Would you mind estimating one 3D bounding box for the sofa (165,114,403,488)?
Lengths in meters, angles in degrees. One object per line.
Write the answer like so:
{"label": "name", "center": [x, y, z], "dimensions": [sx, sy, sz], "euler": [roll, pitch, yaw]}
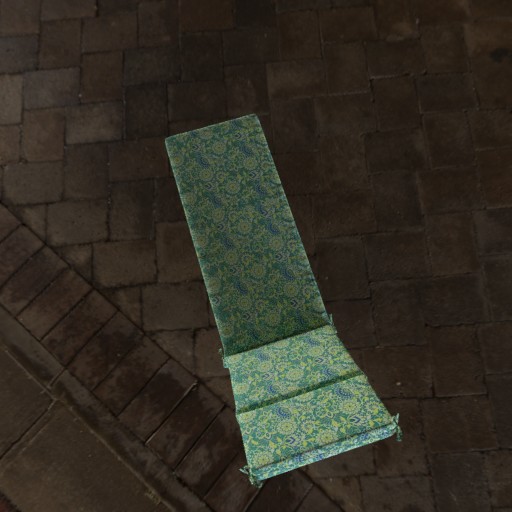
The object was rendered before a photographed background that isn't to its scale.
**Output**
{"label": "sofa", "center": [0.000, 0.000, 1.946], "dimensions": [0.582, 0.622, 1.663], "euler": [-17, 76, -4]}
